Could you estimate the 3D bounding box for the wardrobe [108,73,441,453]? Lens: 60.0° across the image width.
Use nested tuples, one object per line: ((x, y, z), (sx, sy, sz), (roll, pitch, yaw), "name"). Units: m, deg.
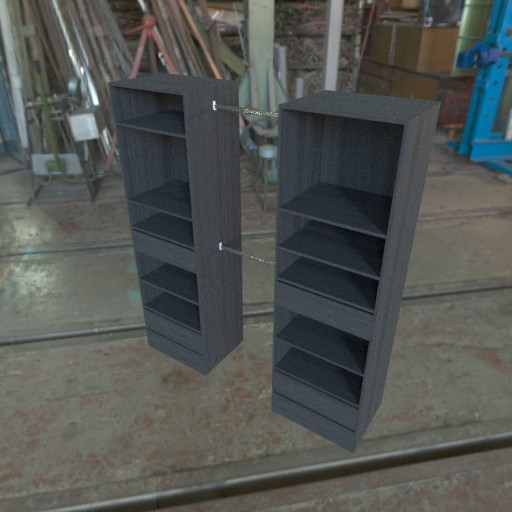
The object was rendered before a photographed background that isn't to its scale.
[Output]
((0.000, 0.000, 2.831), (1.770, 2.000, 0.480), (18, 34, 29), "wardrobe")
